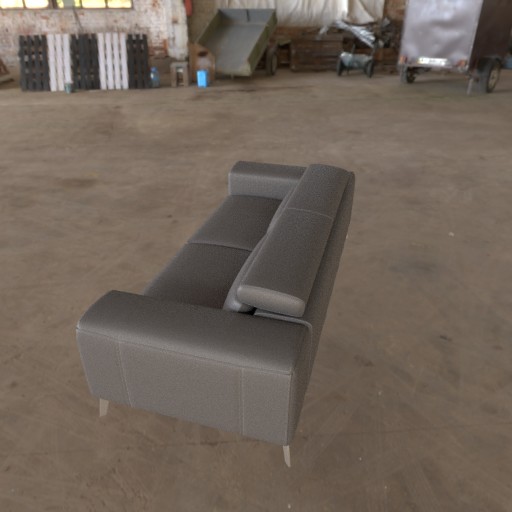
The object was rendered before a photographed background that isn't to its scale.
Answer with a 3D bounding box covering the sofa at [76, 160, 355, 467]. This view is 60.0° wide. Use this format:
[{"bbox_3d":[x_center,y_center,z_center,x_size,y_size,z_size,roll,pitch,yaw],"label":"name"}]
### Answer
[{"bbox_3d":[0.000,0.000,2.861,1.023,0.759,2.321,9,32,14],"label":"sofa"}]
